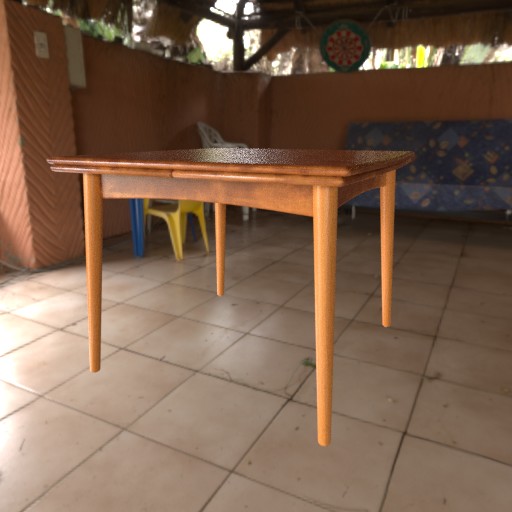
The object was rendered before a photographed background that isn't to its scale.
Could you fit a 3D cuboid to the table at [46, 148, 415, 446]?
[{"bbox_3d":[0.000,0.000,1.674,0.991,0.754,0.991,8,17,26],"label":"table"}]
